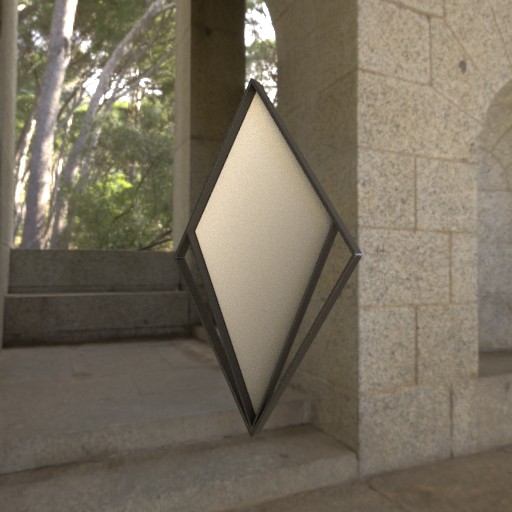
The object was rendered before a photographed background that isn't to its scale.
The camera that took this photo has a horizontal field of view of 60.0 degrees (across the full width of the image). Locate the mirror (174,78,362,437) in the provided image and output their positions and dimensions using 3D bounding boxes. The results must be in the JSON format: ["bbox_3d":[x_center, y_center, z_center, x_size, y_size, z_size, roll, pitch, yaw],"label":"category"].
[{"bbox_3d":[0.000,0.000,0.849,0.419,0.679,0.032,-1,-2,36],"label":"mirror"}]
